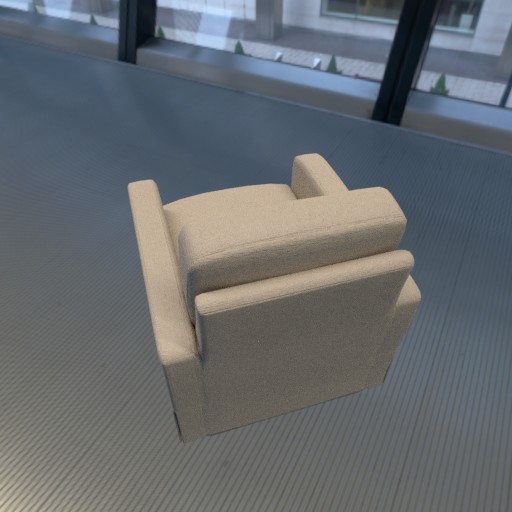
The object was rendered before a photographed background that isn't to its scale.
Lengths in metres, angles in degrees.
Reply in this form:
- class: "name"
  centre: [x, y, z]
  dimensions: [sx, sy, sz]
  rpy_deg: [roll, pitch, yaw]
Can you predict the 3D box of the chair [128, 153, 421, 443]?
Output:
- class: "chair"
  centre: [0.000, 0.000, 1.520]
  dimensions: [0.755, 0.827, 0.888]
  rpy_deg: [-12, 43, -13]
